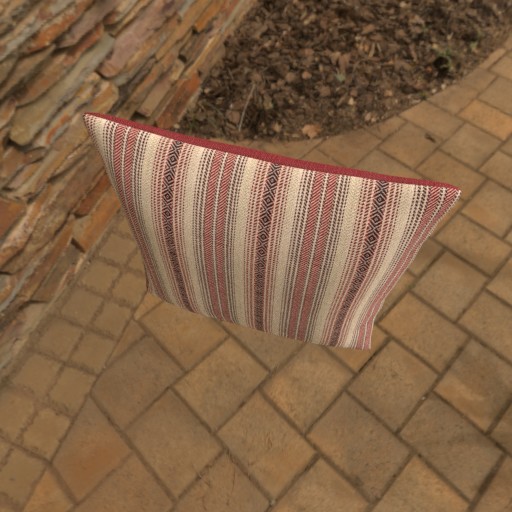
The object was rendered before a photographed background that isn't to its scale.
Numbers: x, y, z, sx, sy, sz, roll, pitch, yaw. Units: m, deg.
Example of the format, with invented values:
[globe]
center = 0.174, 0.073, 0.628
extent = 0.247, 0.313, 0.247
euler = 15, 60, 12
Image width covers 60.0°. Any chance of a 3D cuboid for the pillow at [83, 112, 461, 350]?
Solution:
[pillow]
center = 0.000, 0.000, 0.775
extent = 0.513, 0.497, 0.166
euler = 14, 58, 9
